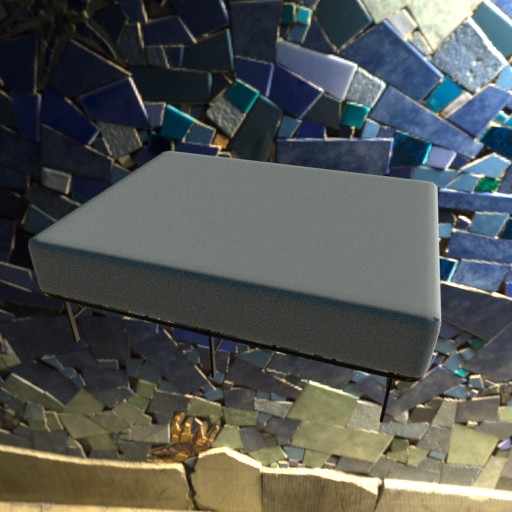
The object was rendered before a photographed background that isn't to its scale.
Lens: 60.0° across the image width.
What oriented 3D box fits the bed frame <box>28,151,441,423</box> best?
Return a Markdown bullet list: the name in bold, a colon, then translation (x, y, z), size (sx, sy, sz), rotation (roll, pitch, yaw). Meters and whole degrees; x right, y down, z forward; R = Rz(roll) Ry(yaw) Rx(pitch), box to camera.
- **bed frame**: translation (0.000, 0.000, 2.776), size (2.037, 0.677, 1.528), rotation (10, 34, 16)
